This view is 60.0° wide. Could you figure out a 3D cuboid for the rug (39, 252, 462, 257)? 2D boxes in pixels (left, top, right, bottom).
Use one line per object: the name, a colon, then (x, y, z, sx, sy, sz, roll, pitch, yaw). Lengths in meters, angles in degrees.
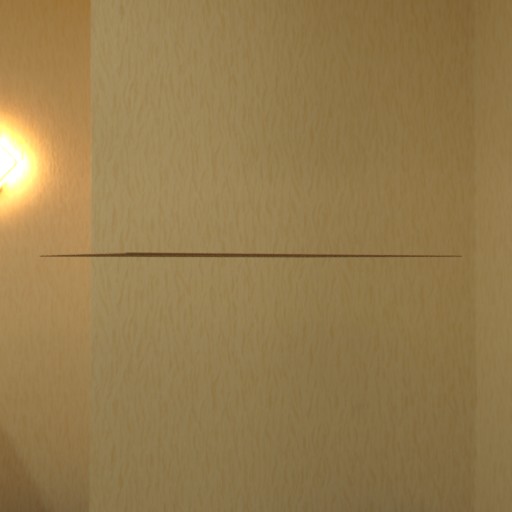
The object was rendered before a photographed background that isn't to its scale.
rug: (0.000, 0.000, 2.296, 1.829, 0.008, 1.219, 0, -1, -37)
